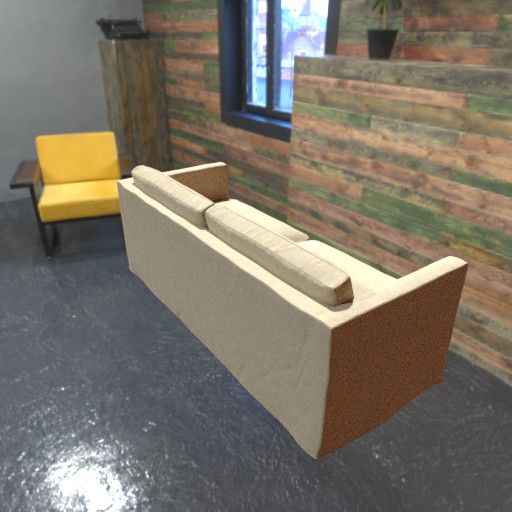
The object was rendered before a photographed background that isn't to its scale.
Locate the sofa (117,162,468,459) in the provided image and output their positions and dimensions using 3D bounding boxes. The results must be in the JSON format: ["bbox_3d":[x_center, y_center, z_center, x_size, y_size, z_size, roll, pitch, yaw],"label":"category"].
[{"bbox_3d":[0.000,0.000,2.844,0.962,0.853,2.312,-18,32,-31],"label":"sofa"}]
